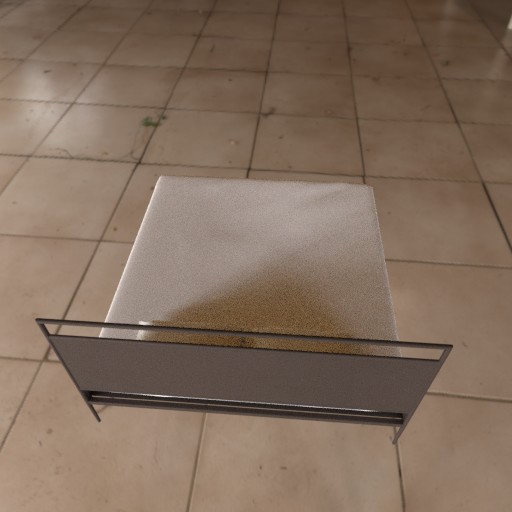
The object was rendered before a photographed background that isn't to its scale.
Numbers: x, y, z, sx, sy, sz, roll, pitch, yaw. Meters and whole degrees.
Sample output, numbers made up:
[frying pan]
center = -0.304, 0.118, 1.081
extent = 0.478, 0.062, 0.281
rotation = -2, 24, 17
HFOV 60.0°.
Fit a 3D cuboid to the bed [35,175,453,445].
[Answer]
[bed]
center = 0.000, 0.000, 3.259
extent = 1.993, 1.173, 2.151
rotation = 3, 46, 3
